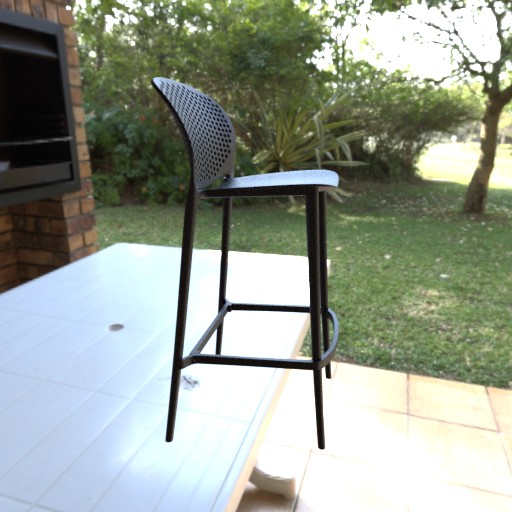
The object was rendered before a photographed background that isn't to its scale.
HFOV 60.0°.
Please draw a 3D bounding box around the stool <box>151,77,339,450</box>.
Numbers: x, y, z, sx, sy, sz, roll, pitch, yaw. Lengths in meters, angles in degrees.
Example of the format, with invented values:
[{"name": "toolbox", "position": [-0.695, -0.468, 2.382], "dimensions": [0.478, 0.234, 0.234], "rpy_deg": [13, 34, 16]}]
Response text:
[{"name": "stool", "position": [0.000, 0.000, 1.392], "dimensions": [0.535, 1.045, 0.536], "rpy_deg": [3, 17, 11]}]
